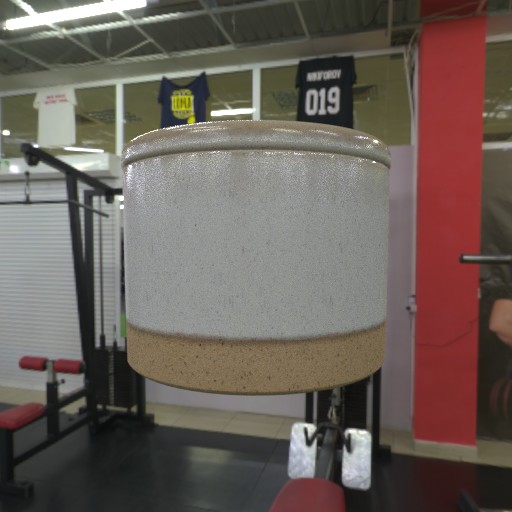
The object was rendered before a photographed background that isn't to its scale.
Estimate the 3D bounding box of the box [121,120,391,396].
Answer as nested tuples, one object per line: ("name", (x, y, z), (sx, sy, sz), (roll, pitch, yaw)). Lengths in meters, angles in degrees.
("box", (0.000, 0.000, 0.265), (0.154, 0.123, 0.154), (0, 2, 0))
